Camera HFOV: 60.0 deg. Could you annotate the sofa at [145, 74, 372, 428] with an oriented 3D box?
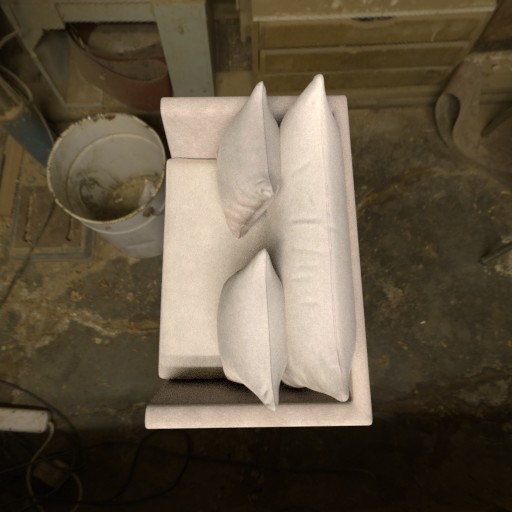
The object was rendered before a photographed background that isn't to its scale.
[{"bbox_3d":[0.000,0.000,2.278,1.035,1.040,1.608,-1,75,0],"label":"sofa"}]
